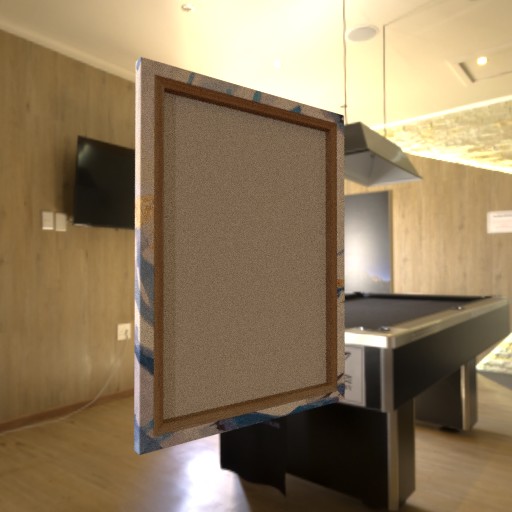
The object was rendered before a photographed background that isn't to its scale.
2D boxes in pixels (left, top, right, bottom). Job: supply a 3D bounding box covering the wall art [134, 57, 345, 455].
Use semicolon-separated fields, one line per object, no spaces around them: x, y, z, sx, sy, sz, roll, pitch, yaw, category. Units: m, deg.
0.000;0.000;1.367;0.761;1.015;0.038;1;-1;-37;wall art
